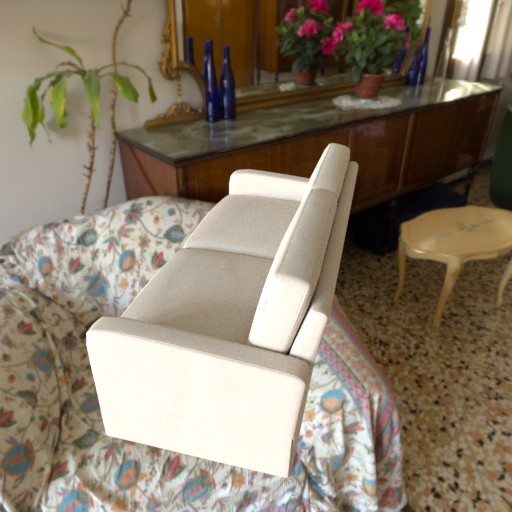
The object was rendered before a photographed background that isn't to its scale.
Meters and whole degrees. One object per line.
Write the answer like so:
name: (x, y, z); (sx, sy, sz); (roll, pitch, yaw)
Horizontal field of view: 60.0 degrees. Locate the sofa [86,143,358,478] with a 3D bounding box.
sofa: (0.000, 0.000, 2.300); (0.894, 0.831, 1.808); (7, 30, 13)
